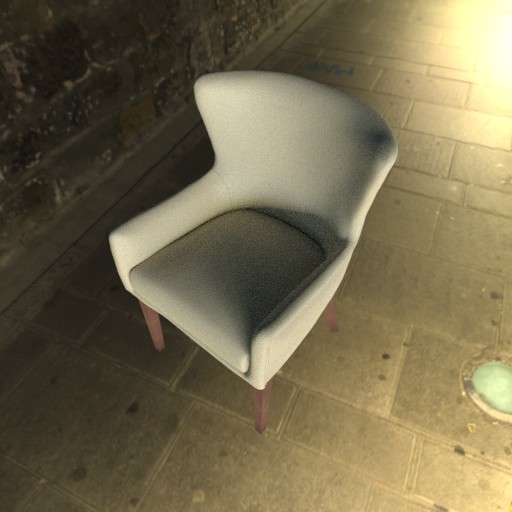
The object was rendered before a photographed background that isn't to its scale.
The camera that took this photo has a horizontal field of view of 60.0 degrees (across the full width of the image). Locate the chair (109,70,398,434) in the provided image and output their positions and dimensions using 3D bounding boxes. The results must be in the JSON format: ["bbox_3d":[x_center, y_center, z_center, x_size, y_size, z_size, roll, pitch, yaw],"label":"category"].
[{"bbox_3d":[0.000,0.000,1.468,0.660,0.952,0.686,31,54,26],"label":"chair"}]
